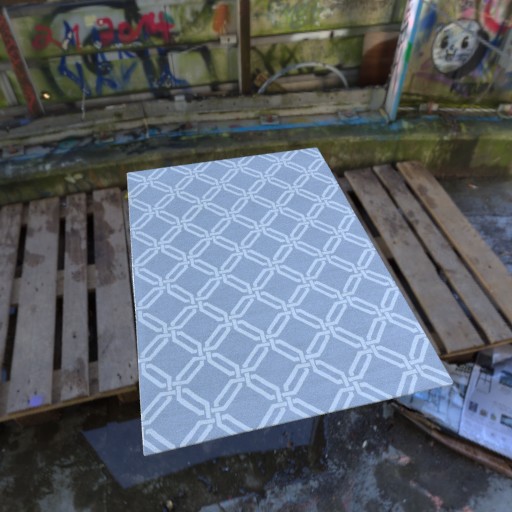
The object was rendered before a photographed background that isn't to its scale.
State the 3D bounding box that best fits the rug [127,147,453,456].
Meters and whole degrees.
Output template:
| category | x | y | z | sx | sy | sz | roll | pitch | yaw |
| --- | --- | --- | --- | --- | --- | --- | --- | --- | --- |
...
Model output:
| category | x | y | z | sx | sy | sz | roll | pitch | yaw |
| --- | --- | --- | --- | --- | --- | --- | --- | --- | --- |
| rug | 0.000 | 0.000 | 2.788 | 1.522 | 0.013 | 2.133 | -10 | 48 | -9 |
